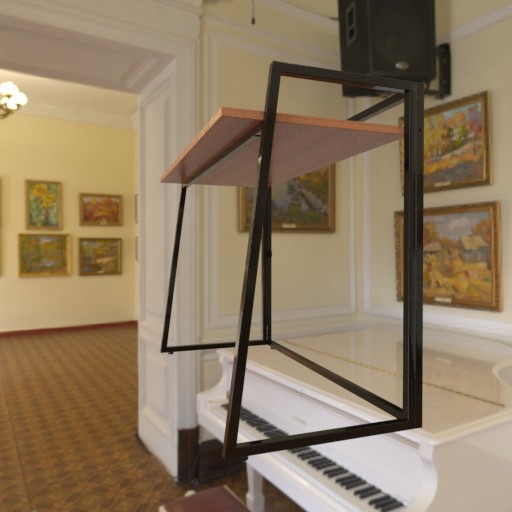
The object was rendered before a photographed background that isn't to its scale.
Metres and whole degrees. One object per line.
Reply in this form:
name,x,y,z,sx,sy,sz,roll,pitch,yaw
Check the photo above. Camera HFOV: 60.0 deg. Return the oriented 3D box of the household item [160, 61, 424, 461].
household item,0.000,0.000,1.504,0.510,0.860,1.050,0,1,-19
